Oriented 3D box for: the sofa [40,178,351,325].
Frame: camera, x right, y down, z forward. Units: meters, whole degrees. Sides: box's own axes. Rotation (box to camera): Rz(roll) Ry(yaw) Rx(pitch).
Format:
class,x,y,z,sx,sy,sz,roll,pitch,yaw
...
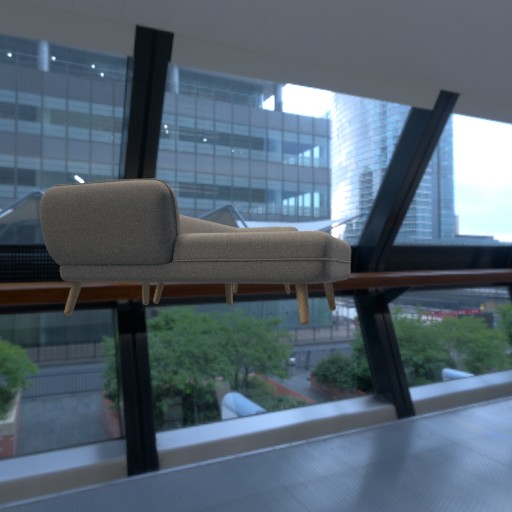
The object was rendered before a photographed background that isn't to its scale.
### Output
class,x,y,z,sx,sy,sz,roll,pitch,yaw
sofa,0.000,0.000,3.318,1.532,0.693,2.653,-1,-2,19
